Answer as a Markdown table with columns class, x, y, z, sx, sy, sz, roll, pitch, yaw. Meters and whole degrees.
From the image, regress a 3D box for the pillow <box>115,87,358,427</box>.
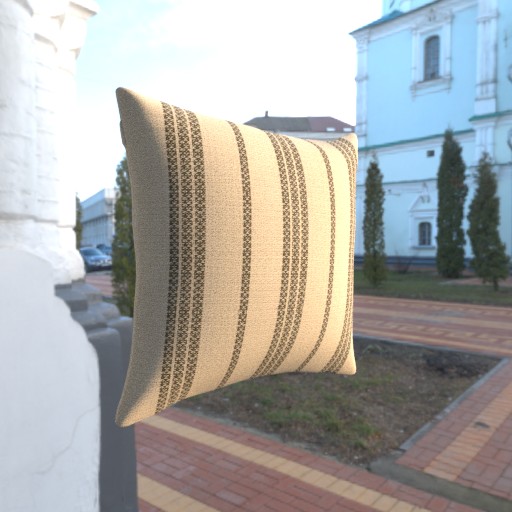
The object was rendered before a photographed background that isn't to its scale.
| class | x | y | z | sx | sy | sz | roll | pitch | yaw |
| --- | --- | --- | --- | --- | --- | --- | --- | --- | --- |
| pillow | 0.000 | 0.000 | 0.637 | 0.405 | 0.406 | 0.173 | -1 | 2 | -34 |
